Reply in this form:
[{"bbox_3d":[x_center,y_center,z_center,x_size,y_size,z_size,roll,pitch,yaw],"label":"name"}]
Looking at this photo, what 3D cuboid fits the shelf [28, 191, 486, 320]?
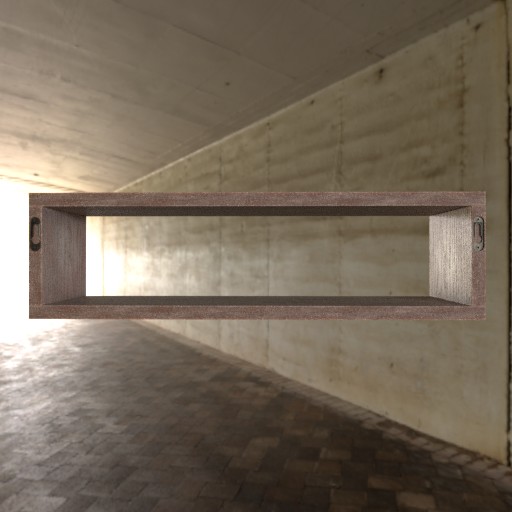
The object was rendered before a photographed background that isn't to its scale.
[{"bbox_3d":[0.000,0.000,0.665,0.610,0.170,0.150,0,0,1],"label":"shelf"}]
